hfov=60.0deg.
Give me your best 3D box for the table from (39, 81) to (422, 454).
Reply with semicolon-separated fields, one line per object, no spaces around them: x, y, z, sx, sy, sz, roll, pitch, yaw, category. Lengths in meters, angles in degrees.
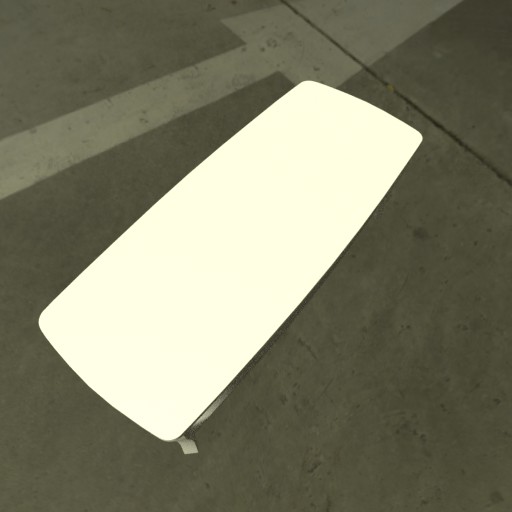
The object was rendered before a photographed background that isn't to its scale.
0.000;0.000;1.572;0.561;0.474;1.334;34;64;19;table
